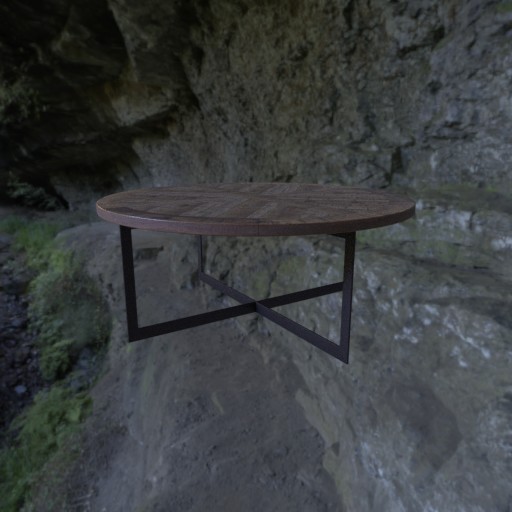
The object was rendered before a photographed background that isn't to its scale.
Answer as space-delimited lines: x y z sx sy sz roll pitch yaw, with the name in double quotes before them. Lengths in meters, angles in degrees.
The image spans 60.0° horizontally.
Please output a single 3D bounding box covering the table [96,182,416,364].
"table" 0.000 0.000 1.921 1.264 0.516 1.264 0 15 0
